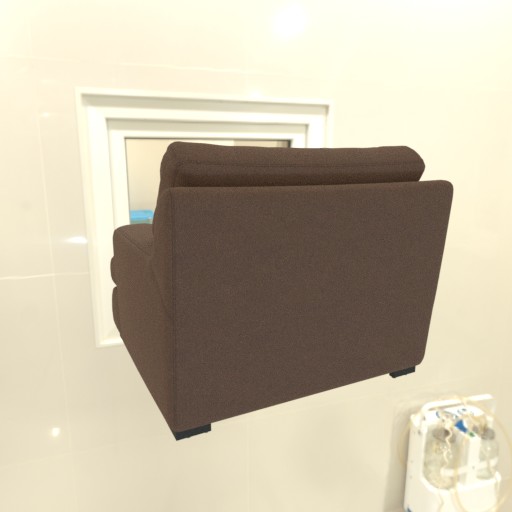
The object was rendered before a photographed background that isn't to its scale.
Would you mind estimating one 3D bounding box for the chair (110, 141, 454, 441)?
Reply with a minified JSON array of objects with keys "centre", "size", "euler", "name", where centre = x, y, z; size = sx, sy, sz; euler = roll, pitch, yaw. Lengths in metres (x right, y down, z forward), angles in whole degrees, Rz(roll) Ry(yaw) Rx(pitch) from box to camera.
[{"centre":[0.000,0.000,1.961],"size":[1.168,0.940,1.143],"euler":[-6,14,-26],"name":"chair"}]
